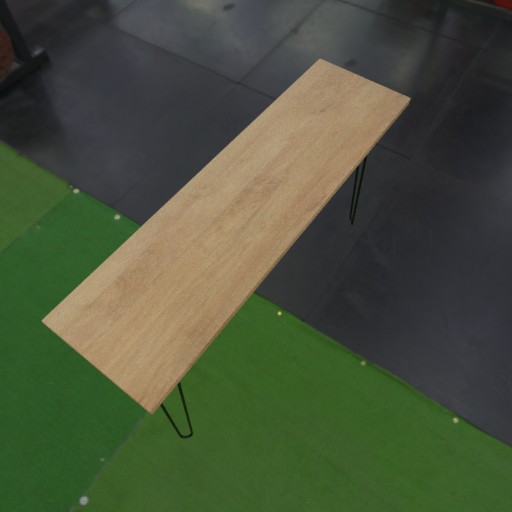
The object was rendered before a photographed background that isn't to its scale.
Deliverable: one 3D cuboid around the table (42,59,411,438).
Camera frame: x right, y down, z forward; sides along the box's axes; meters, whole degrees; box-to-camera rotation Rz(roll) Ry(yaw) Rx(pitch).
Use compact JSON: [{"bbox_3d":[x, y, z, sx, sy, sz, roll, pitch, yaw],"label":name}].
[{"bbox_3d":[0.000,0.000,1.759,0.399,0.799,1.400,32,64,18],"label":"table"}]
